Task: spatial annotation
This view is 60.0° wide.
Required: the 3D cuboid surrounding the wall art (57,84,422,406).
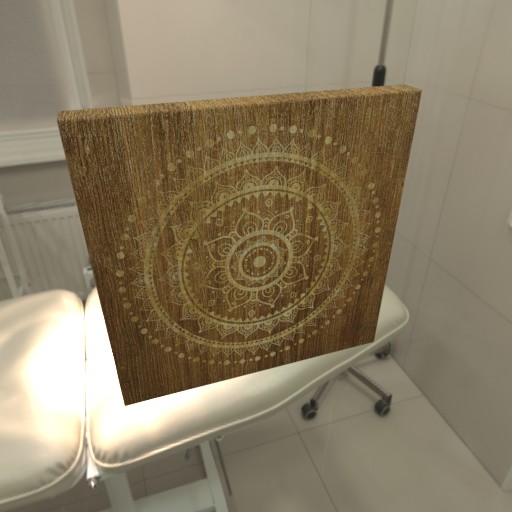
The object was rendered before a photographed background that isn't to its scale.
[{"bbox_3d":[0.000,0.000,0.591,0.406,0.403,0.039,-10,33,-16],"label":"wall art"}]
